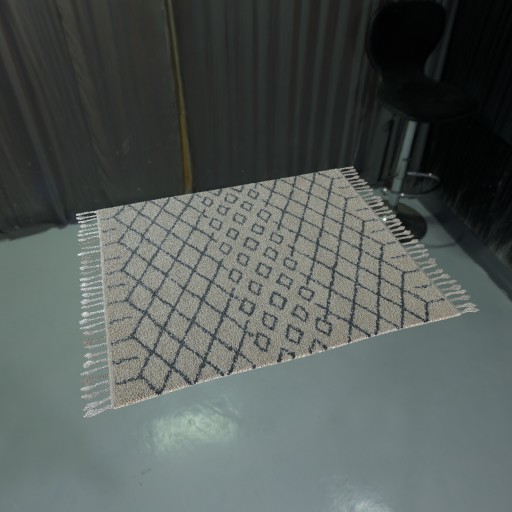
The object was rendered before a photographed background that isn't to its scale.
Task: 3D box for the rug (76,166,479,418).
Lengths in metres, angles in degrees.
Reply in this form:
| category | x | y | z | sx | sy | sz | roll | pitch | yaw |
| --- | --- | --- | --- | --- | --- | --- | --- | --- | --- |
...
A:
| category | x | y | z | sx | sy | sz | roll | pitch | yaw |
| --- | --- | --- | --- | --- | --- | --- | --- | --- | --- |
| rug | 0.000 | 0.000 | 4.173 | 3.213 | 0.030 | 2.388 | -12 | 44 | -13 |
